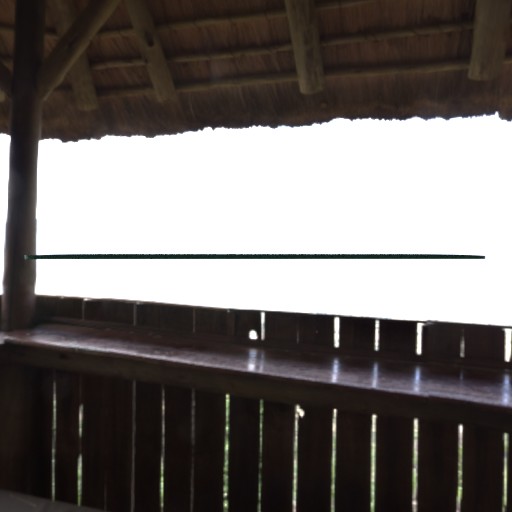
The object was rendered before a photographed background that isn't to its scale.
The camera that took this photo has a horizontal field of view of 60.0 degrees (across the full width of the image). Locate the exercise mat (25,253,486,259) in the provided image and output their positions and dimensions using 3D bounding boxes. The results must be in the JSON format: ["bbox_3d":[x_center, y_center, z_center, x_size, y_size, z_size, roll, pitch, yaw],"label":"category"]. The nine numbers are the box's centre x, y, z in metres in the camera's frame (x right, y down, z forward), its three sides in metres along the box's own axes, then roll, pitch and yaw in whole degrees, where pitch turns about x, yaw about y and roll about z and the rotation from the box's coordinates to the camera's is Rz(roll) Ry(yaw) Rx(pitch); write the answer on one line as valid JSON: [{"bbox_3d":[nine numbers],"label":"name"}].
[{"bbox_3d":[0.000,0.000,2.060,1.869,0.021,0.616,0,1,-1],"label":"exercise mat"}]
